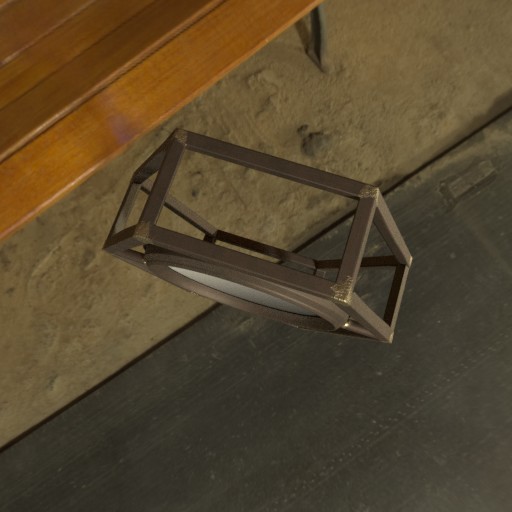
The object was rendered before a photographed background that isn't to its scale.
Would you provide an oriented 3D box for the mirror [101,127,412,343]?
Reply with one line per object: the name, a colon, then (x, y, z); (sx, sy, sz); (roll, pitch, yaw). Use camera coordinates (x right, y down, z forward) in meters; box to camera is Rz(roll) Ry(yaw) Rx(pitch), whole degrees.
mirror: (0.000, 0.000, 0.564); (0.380, 0.334, 0.119); (17, 77, 4)
